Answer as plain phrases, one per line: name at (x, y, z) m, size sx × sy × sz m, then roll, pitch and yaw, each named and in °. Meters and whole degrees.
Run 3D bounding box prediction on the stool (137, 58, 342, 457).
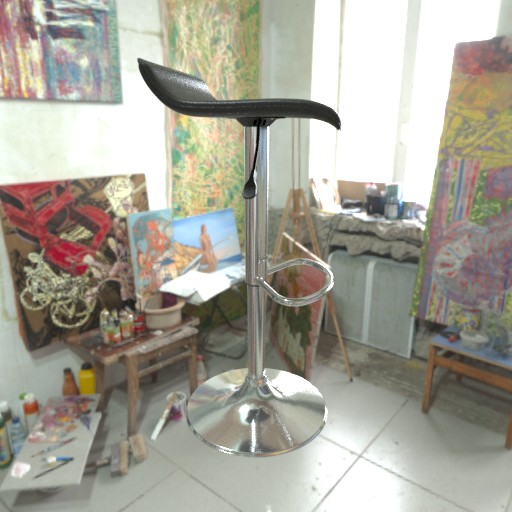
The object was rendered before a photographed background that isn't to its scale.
stool at (0.000, 0.000, 1.077) m, size 0.381 × 0.851 × 0.381 m, roll 3°, pitch 17°, yaw 10°
